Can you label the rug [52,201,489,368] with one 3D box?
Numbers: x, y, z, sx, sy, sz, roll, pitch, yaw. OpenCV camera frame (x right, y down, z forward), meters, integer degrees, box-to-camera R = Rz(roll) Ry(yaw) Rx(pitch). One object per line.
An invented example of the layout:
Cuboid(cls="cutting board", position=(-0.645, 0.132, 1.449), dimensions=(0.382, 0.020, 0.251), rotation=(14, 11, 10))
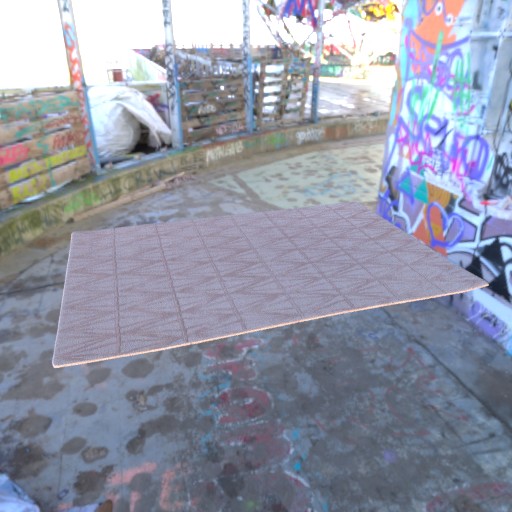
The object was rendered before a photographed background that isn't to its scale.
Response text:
Cuboid(cls="rug", position=(0.000, 0.000, 2.271), dimensions=(1.837, 0.025, 1.230), rotation=(-8, 27, -15))
